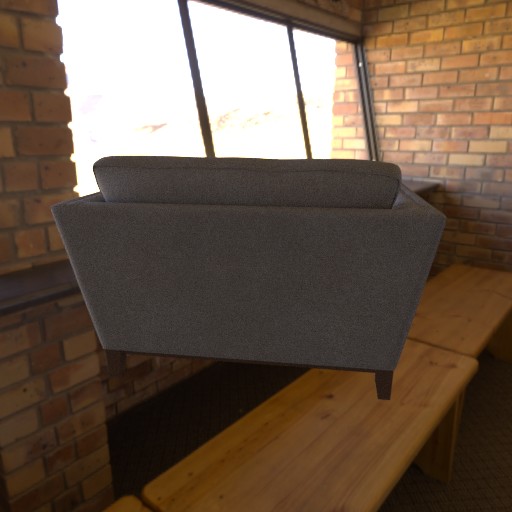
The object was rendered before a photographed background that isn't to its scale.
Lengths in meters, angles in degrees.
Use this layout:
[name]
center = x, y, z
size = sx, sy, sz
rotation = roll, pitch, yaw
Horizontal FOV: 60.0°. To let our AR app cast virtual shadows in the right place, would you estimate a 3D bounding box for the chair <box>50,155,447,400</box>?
[chair]
center = 0.000, 0.000, 2.065
size = 1.396, 0.942, 0.965
rotation = 2, 16, 8
